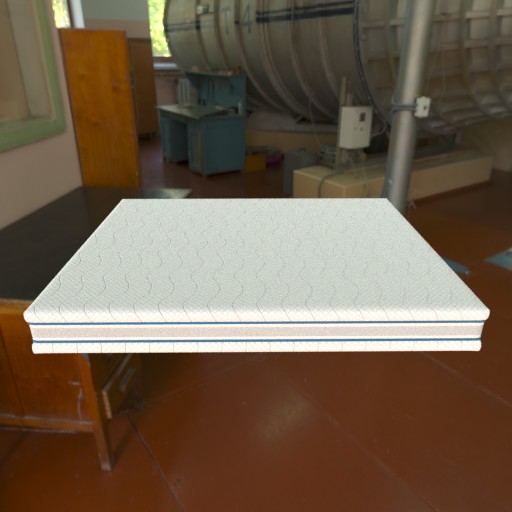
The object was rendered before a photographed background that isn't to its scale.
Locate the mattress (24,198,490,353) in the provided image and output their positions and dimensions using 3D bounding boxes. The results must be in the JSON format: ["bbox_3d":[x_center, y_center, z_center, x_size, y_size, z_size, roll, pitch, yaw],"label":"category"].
[{"bbox_3d":[0.000,0.000,2.660,2.000,0.230,1.600,0,25,-1],"label":"mattress"}]
